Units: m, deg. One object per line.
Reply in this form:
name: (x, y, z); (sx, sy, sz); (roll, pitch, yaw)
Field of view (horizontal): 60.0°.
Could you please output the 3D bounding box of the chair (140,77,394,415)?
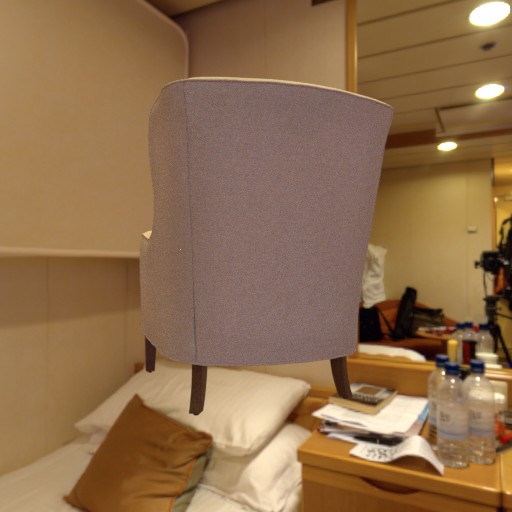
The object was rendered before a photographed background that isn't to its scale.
chair: (0.000, 0.000, 1.736); (0.838, 1.040, 0.966); (0, -1, -19)
